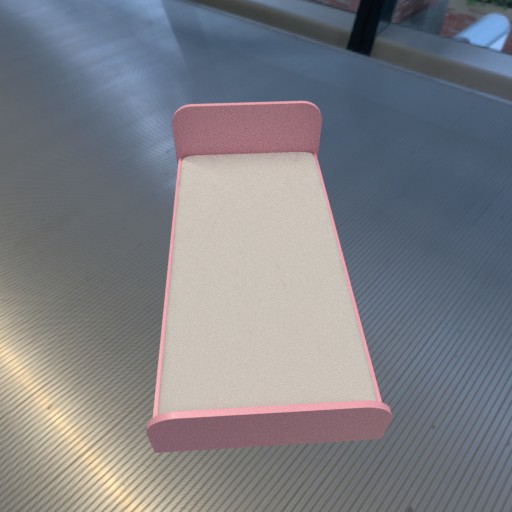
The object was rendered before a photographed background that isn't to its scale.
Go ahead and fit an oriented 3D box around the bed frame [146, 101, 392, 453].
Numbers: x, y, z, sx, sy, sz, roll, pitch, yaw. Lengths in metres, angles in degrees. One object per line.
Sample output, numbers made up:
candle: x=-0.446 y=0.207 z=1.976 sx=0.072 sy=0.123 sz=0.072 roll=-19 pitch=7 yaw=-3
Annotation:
bed frame: x=0.000 y=0.000 z=2.491 sx=0.998 sy=0.805 sz=1.963 roll=-3 pitch=47 yaw=-2
